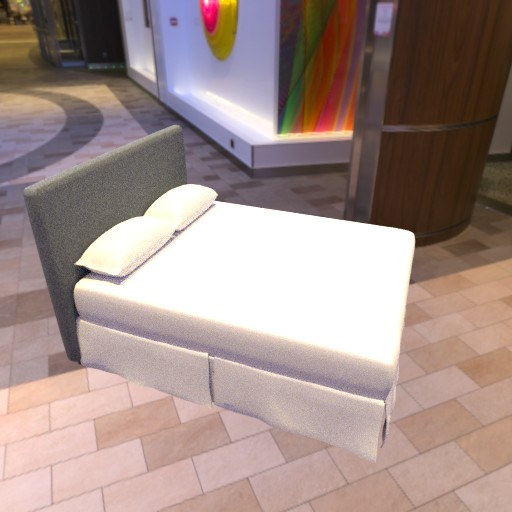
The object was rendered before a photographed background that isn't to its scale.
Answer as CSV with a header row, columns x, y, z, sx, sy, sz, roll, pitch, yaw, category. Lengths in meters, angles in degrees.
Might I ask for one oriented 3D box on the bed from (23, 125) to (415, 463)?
x,y,z,sx,sy,sz,roll,pitch,yaw,category
0.000,0.000,3.099,2.142,1.330,1.723,11,31,18,bed
